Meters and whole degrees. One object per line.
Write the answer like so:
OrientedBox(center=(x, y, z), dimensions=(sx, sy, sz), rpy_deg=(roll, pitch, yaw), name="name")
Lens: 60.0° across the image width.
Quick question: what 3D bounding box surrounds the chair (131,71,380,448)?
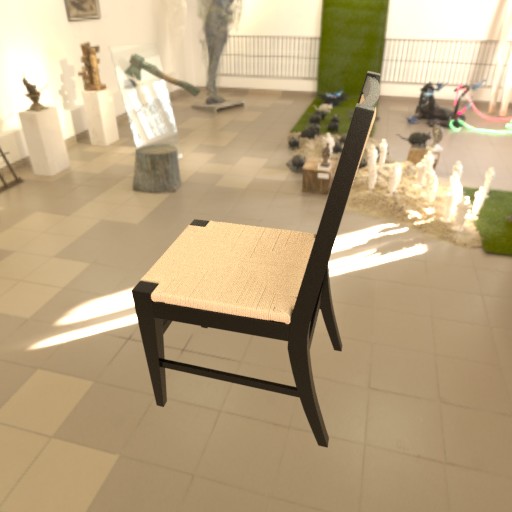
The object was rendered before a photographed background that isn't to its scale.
OrientedBox(center=(0.000, 0.000, 1.244), dimensions=(0.552, 0.927, 0.437), rpy_deg=(8, 32, 13), name="chair")
